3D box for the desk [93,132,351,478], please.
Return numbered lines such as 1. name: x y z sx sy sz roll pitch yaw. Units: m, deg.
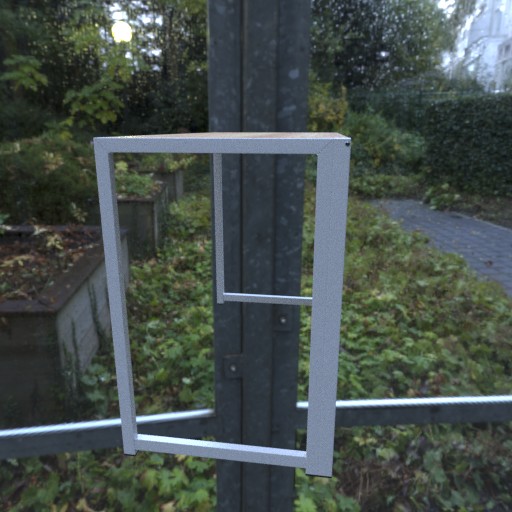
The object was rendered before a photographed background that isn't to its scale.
1. desk: 0.000 0.000 1.437 0.508 0.762 1.016 2 16 8
